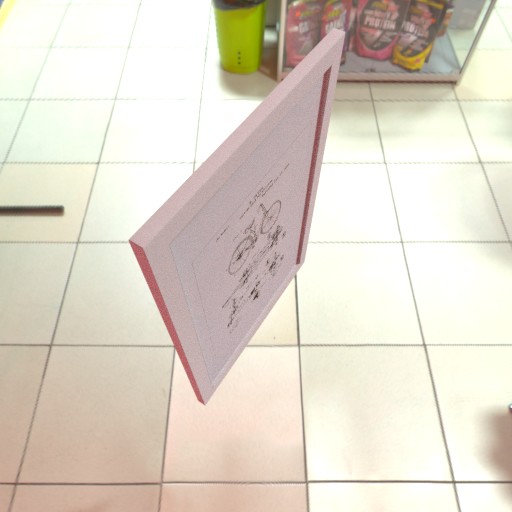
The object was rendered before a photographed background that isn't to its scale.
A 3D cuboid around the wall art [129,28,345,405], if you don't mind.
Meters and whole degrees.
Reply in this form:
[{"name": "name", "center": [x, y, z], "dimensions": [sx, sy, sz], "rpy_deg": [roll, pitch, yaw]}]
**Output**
[{"name": "wall art", "center": [0.000, 0.000, 0.607], "dimensions": [0.015, 0.477, 0.332], "rpy_deg": [29, 62, 17]}]
